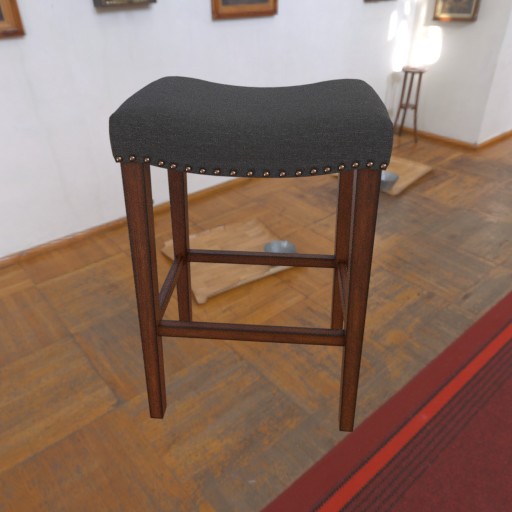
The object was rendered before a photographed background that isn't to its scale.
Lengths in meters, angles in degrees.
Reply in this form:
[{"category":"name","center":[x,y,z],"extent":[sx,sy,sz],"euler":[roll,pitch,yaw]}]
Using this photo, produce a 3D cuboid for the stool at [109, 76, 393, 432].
[{"category":"stool","center":[0.000,0.000,1.050],"extent":[0.502,0.760,0.366],"euler":[2,32,4]}]
